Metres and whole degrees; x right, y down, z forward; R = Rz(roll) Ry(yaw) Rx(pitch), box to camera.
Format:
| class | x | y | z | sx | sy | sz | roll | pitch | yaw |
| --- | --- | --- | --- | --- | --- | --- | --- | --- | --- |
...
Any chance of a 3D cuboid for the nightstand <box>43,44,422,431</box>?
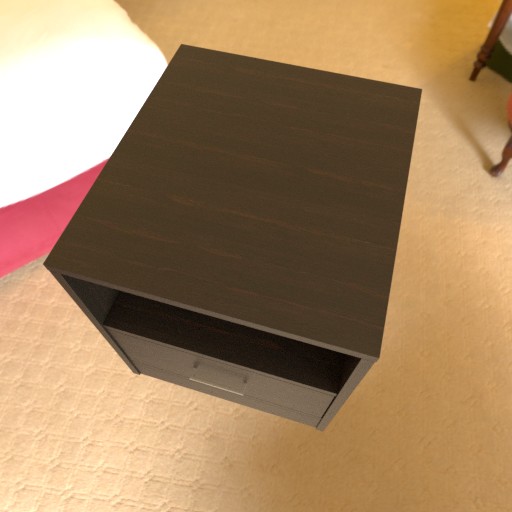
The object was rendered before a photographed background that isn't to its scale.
| class | x | y | z | sx | sy | sz | roll | pitch | yaw |
| --- | --- | --- | --- | --- | --- | --- | --- | --- | --- |
| nightstand | 0.000 | 0.000 | 0.799 | 0.400 | 0.460 | 0.461 | 14 | 60 | 8 |
